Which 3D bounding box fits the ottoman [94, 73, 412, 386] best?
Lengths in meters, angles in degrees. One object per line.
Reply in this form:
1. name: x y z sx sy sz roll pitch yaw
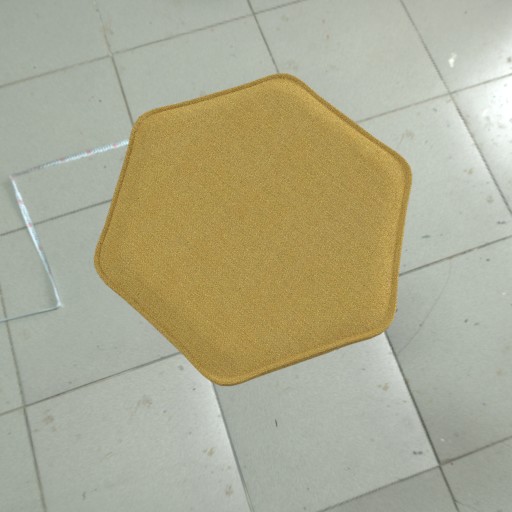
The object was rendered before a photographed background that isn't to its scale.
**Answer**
1. ottoman: 0.000 0.000 0.877 0.494 0.502 0.443 41 79 10
